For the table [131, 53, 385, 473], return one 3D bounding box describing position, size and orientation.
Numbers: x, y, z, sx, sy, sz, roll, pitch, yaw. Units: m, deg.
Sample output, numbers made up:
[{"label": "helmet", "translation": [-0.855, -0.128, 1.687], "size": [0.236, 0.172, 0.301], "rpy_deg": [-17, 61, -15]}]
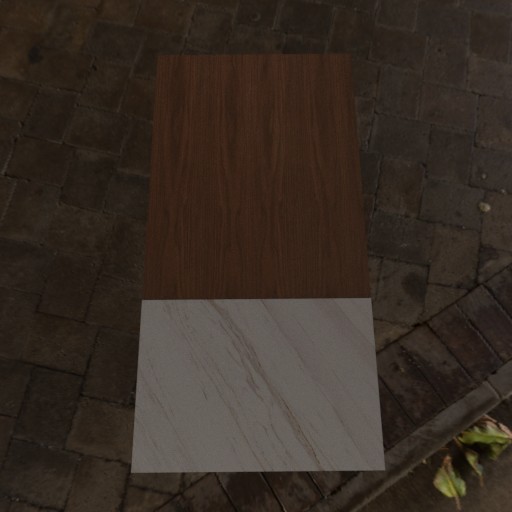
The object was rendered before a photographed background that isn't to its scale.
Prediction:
[{"label": "table", "translation": [0.000, 0.000, 1.857], "size": [0.789, 0.551, 1.553], "rpy_deg": [0, 74, 0]}]
